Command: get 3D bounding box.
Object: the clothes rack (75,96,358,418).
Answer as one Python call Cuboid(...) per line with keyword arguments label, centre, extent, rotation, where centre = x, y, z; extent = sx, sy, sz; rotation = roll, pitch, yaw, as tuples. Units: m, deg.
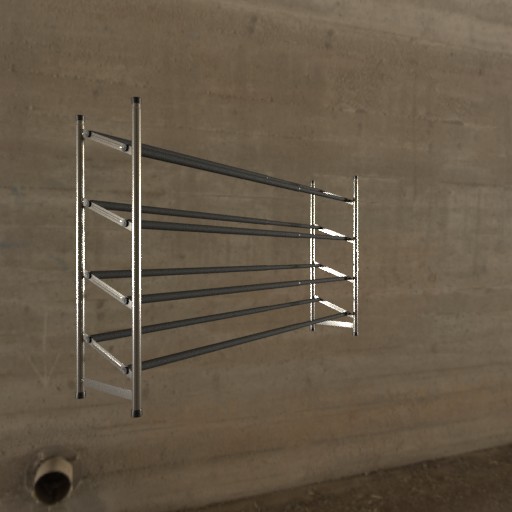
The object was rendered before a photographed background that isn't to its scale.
Cuboid(label="clothes rack", centre=(0.000, 0.000, 1.460), extent=(0.229, 0.672, 1.168), rotation=(0, 0, 36))
